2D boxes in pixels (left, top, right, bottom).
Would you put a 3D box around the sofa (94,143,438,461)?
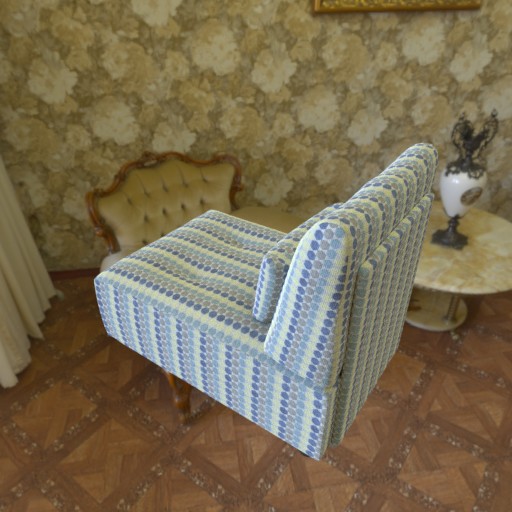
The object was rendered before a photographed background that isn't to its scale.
[{"bbox_3d":[0.000,0.000,1.590,1.000,0.820,0.700,21,38,29],"label":"sofa"}]
